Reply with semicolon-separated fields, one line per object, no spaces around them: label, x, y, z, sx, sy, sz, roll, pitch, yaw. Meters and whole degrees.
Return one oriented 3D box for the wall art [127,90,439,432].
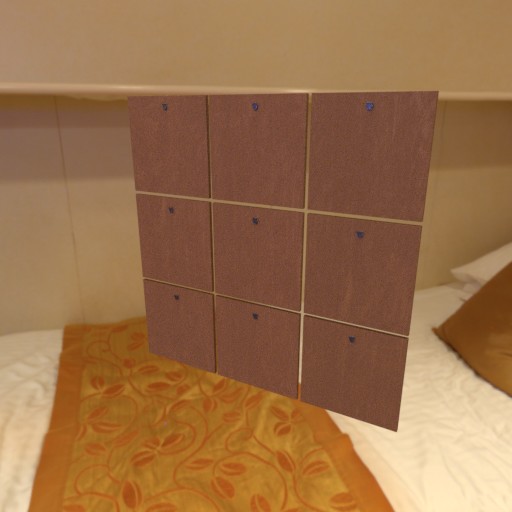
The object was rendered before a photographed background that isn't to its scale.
wall art;0.000;0.000;1.328;0.915;0.913;0.018;10;21;27
